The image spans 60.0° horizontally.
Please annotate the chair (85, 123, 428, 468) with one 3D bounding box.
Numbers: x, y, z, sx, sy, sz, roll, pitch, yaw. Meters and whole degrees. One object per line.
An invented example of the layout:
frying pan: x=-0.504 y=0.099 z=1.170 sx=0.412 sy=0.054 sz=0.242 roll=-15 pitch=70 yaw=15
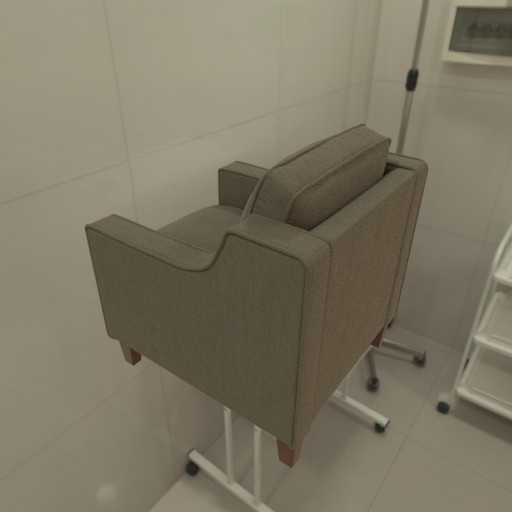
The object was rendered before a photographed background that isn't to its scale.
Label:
chair: x=0.000 y=0.000 z=1.675 sx=0.909 sy=0.960 sz=0.831 roll=21 pitch=37 yaw=31
